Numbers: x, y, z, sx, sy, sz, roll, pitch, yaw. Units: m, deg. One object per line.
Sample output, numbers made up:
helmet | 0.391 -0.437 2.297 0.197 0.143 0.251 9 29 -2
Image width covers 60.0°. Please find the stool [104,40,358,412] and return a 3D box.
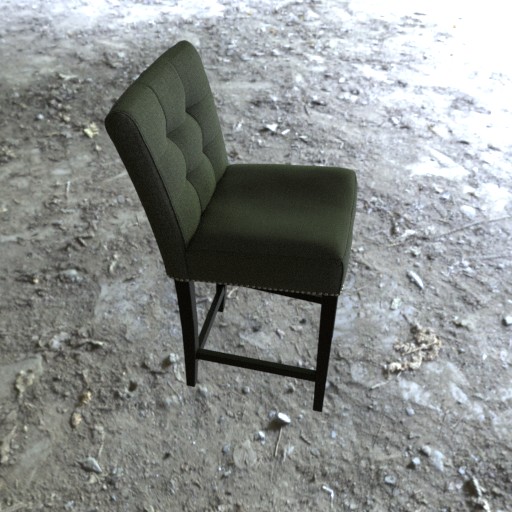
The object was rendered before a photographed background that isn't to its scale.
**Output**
stool | 0.000 0.000 1.305 0.548 1.047 0.411 10 46 9
